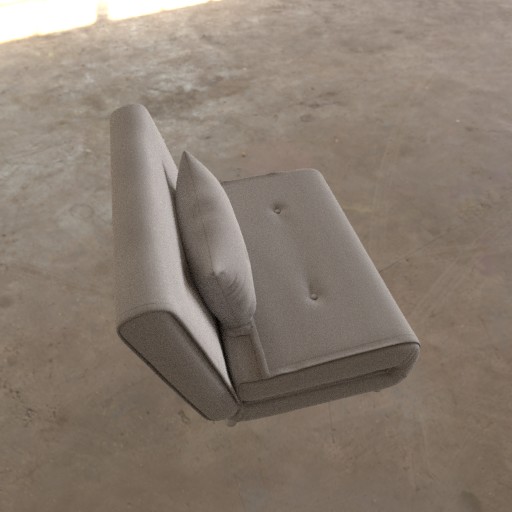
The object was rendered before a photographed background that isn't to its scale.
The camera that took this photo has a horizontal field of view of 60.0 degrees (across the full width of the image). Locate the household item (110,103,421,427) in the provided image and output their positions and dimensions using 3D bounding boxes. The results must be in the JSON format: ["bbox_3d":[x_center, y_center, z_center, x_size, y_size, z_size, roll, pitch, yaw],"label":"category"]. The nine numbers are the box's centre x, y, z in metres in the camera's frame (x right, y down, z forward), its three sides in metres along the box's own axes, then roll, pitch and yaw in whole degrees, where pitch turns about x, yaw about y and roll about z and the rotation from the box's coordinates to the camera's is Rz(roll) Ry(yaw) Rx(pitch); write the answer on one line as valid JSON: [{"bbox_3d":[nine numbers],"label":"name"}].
[{"bbox_3d":[0.000,0.000,1.626,0.874,0.800,1.000,-10,47,-9],"label":"household item"}]
